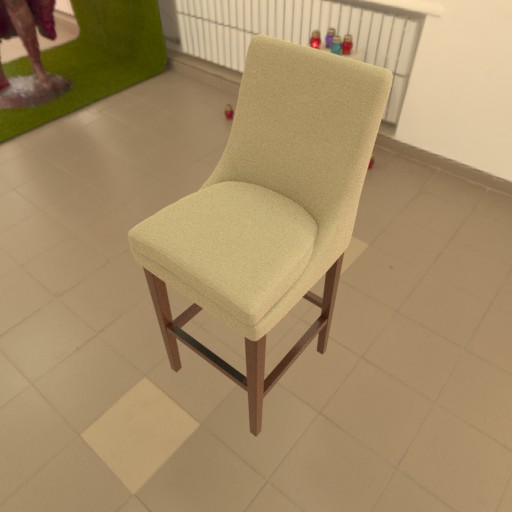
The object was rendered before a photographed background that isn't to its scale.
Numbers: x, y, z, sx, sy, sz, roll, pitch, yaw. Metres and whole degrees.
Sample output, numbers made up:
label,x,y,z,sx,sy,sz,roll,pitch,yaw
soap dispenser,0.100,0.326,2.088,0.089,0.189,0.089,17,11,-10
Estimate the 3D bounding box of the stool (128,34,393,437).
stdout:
label,x,y,z,sx,sy,sz,roll,pitch,yaw
stool,0.000,0.000,1.359,0.470,1.078,0.577,30,52,27
